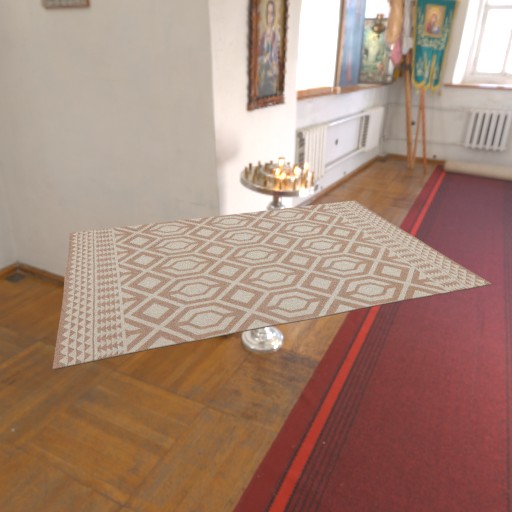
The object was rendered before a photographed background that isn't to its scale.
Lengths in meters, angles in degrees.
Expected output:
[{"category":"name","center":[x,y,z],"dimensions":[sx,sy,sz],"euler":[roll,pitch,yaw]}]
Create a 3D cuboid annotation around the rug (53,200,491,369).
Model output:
[{"category":"rug","center":[0.000,0.000,2.256],"dimensions":[1.829,0.008,1.219],"euler":[-8,27,-16]}]
